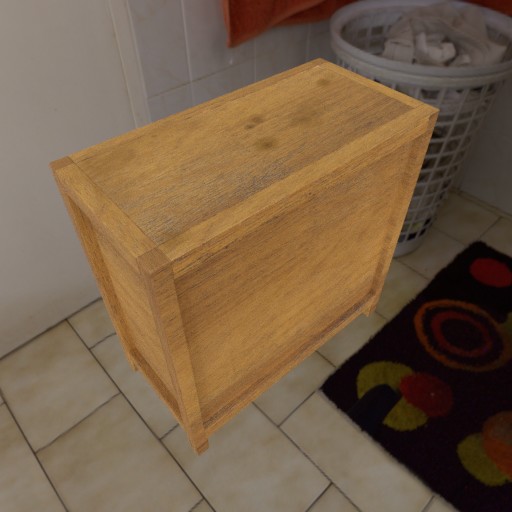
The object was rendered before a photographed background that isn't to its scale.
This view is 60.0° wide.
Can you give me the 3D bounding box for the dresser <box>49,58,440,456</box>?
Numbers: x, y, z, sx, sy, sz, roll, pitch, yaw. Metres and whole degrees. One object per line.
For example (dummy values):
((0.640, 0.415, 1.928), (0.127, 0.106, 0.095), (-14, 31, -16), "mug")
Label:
((0.000, 0.000, 1.282), (0.804, 0.804, 0.427), (-32, 54, -27), "dresser")
